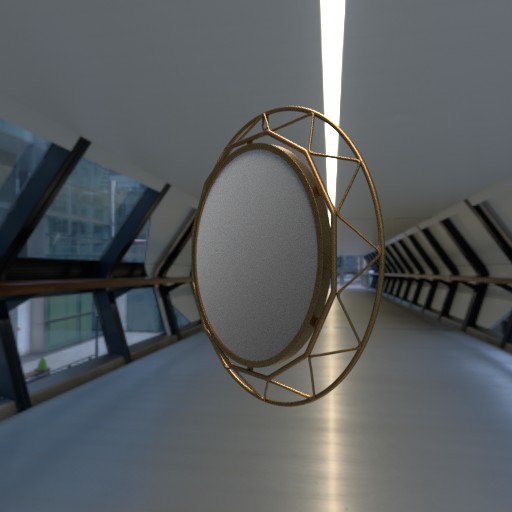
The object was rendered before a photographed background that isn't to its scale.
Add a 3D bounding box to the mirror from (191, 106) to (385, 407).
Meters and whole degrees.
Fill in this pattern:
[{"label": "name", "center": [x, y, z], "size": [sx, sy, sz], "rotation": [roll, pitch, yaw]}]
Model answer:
[{"label": "mirror", "center": [0.000, 0.000, 0.683], "size": [0.043, 0.454, 0.454], "rotation": [1, -1, -36]}]
